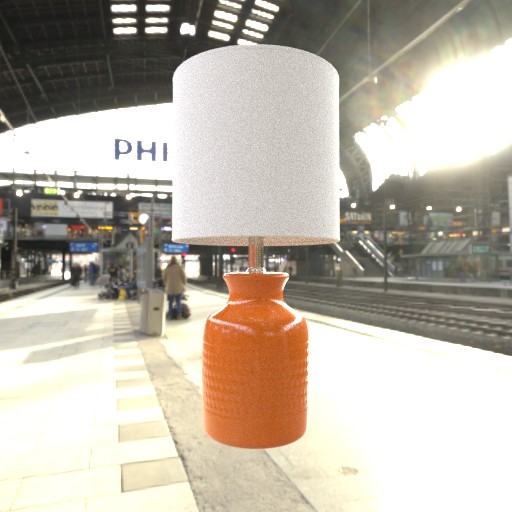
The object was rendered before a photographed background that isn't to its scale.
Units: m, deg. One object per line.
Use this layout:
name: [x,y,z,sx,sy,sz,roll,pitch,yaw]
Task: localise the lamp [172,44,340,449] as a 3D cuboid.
lamp: [0.000,0.000,1.120,0.418,0.871,0.418,1,-2,-20]
